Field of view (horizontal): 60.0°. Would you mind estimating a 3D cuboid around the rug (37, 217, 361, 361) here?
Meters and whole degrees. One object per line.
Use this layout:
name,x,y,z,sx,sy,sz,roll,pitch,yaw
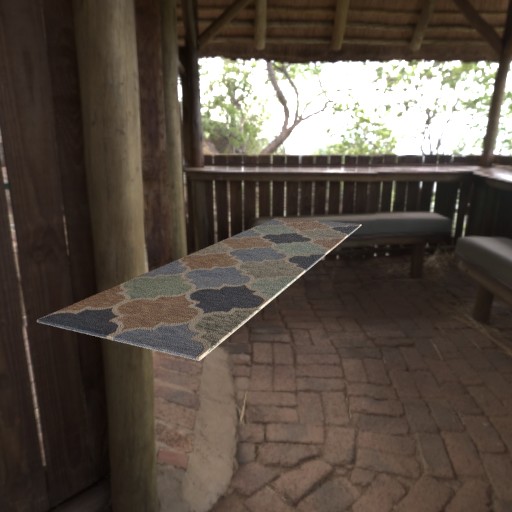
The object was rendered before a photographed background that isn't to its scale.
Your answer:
rug,0.000,0.000,2.459,0.687,0.011,2.287,7,17,24
